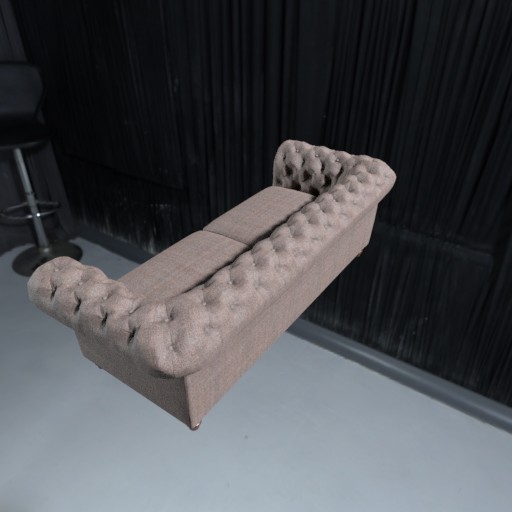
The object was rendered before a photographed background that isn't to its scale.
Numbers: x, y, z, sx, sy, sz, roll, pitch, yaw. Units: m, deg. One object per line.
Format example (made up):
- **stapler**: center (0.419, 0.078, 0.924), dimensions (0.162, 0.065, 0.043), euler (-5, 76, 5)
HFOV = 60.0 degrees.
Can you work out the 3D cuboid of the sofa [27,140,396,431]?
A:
- **sofa**: center (0.000, 0.000, 2.775), dimensions (0.944, 0.787, 2.385), euler (21, 38, 29)
